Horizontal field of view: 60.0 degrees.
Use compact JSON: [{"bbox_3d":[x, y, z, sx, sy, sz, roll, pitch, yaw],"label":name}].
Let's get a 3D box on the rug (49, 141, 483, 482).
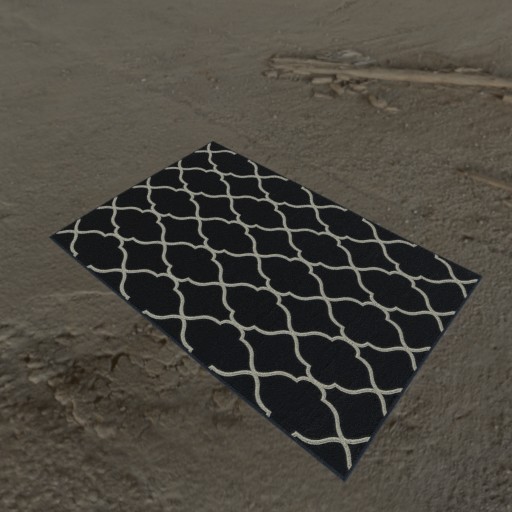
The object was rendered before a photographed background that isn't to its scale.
[{"bbox_3d":[0.000,0.000,2.777,2.290,0.014,1.526,32,54,27],"label":"rug"}]
